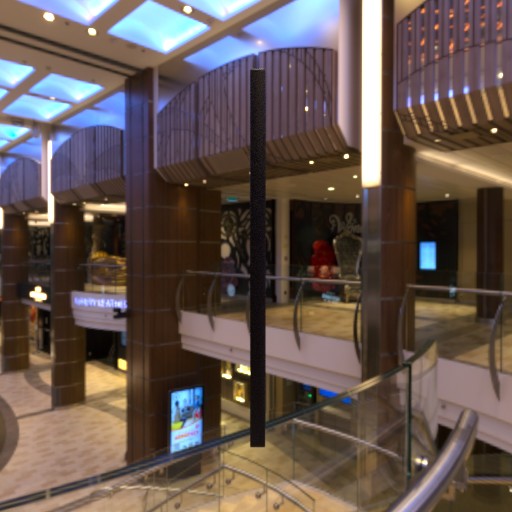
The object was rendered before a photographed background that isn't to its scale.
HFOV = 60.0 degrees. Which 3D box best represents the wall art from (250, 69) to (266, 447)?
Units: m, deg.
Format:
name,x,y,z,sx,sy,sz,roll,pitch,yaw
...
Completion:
name,x,y,z,sx,sy,sz,roll,pitch,yaw
wall art,0.000,0.000,0.579,0.013,0.306,0.440,0,1,0
